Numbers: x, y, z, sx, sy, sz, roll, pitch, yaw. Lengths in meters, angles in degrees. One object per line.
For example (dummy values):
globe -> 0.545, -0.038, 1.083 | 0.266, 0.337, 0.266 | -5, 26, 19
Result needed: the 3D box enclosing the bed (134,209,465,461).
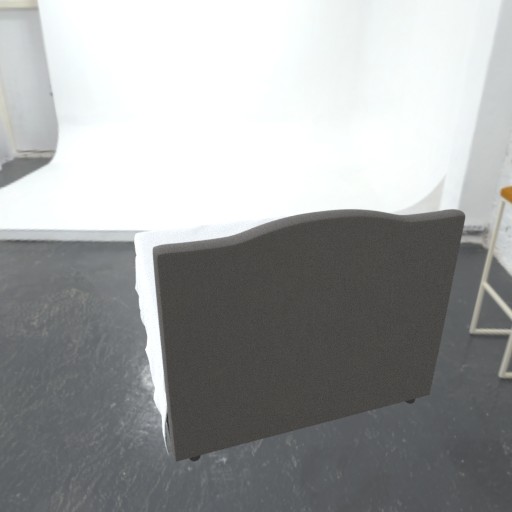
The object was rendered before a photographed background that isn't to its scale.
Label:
bed -> 0.000, 0.000, 3.440 | 1.821, 1.436, 2.282 | -8, 26, -17
